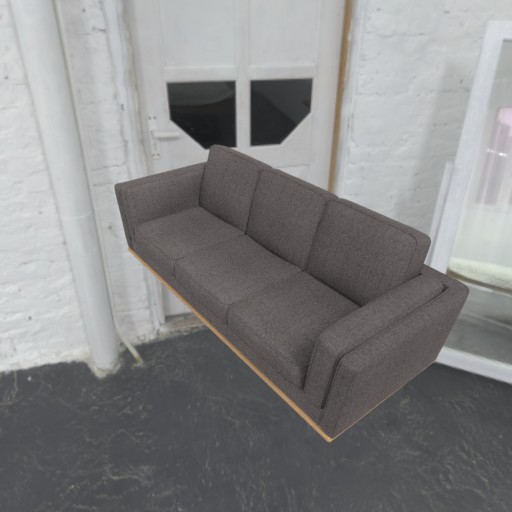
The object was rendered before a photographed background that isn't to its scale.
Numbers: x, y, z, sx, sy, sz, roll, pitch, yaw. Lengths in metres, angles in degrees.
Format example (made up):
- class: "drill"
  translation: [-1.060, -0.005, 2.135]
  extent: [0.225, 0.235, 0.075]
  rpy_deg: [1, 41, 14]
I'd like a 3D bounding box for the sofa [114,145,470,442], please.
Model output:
- class: "sofa"
  translation: [0.000, 0.000, 2.838]
  extent: [0.903, 0.899, 2.362]
  rpy_deg: [-22, 38, -32]
